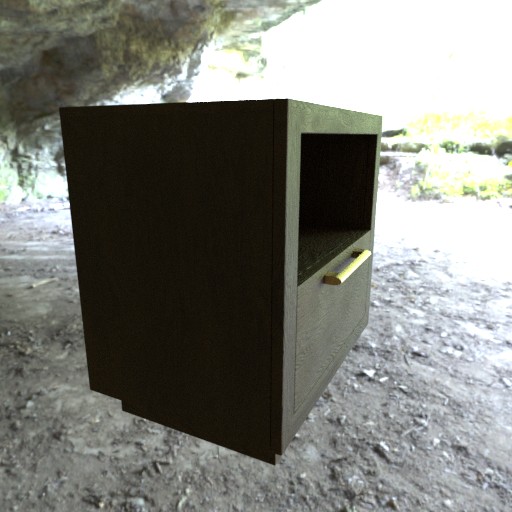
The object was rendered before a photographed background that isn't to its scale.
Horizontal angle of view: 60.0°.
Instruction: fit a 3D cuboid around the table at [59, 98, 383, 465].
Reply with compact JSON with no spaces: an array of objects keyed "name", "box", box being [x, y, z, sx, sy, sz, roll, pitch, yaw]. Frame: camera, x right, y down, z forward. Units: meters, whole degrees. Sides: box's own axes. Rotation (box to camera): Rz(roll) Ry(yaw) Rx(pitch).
[{"name":"table","box":[0.000,0.000,0.944,0.439,0.585,0.560,8,17,26]}]
